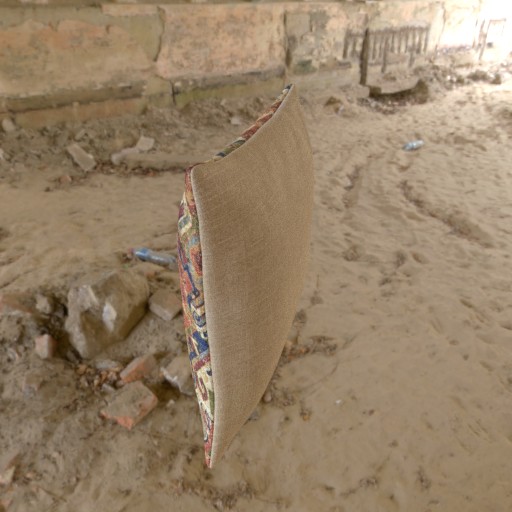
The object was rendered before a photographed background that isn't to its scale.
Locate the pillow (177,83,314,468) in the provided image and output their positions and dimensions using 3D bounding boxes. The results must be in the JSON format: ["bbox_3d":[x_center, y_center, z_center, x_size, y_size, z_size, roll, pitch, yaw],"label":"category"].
[{"bbox_3d":[0.000,0.000,0.793,0.166,0.506,0.523,8,32,14],"label":"pillow"}]
